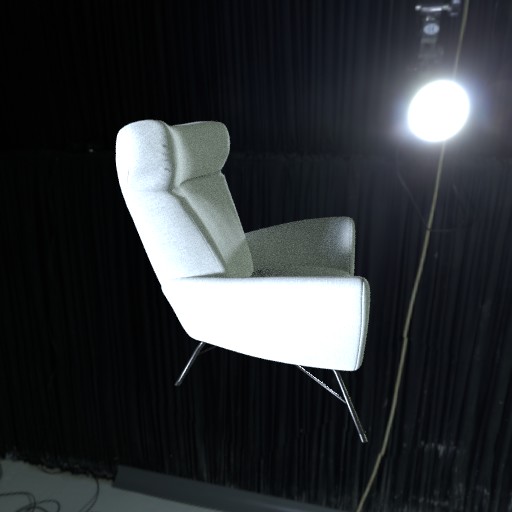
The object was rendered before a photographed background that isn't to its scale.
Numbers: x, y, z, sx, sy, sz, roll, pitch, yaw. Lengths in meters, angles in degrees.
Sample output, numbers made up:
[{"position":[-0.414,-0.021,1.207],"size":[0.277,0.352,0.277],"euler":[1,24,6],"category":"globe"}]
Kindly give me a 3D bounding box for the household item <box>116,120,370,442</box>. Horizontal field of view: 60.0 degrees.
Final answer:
[{"position":[0.000,0.000,1.797],"size":[0.900,1.050,0.980],"euler":[3,17,9],"category":"household item"}]
